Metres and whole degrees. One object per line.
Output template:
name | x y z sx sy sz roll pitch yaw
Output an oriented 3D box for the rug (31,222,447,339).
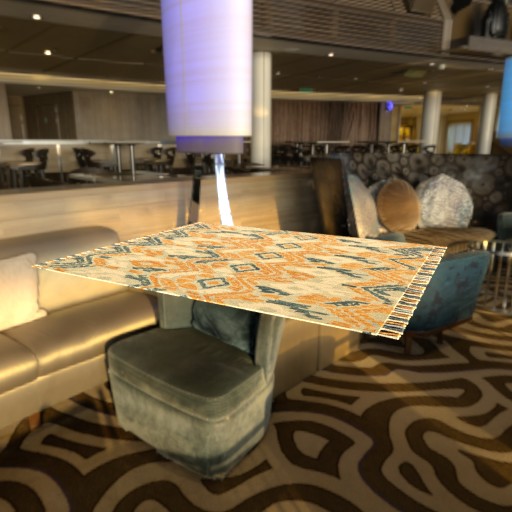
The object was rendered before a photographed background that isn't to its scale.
rug | 0.000 0.000 4.098 3.048 0.010 2.439 8 16 27
